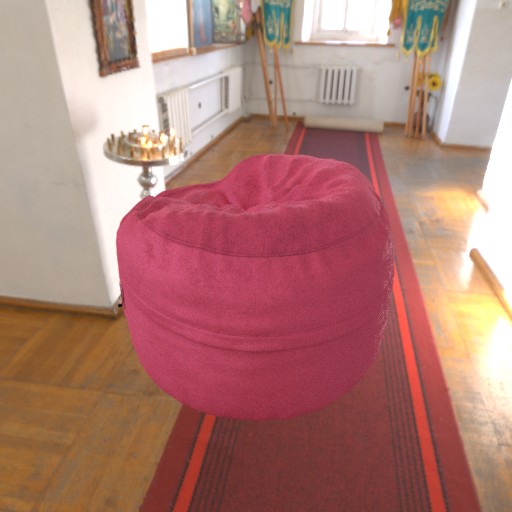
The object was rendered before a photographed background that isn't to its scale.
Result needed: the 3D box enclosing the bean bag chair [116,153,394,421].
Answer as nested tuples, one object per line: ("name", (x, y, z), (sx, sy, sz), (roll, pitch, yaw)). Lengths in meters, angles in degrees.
("bean bag chair", (0.000, 0.000, 2.002), (1.218, 0.788, 1.218), (0, 30, 0))
